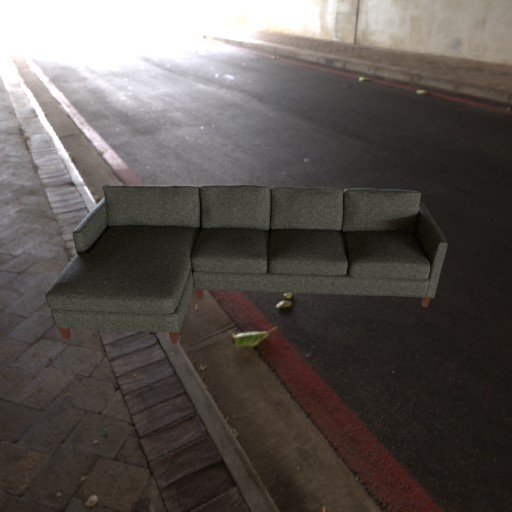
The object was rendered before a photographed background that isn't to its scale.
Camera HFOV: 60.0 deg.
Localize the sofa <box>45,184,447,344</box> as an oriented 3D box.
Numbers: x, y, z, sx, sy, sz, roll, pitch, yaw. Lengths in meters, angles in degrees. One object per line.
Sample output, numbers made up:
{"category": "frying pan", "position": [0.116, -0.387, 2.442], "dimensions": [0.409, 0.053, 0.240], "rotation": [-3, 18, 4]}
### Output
{"category": "sofa", "position": [0.000, 0.000, 4.268], "dimensions": [3.485, 0.960, 1.635], "rotation": [2, 31, 3]}
